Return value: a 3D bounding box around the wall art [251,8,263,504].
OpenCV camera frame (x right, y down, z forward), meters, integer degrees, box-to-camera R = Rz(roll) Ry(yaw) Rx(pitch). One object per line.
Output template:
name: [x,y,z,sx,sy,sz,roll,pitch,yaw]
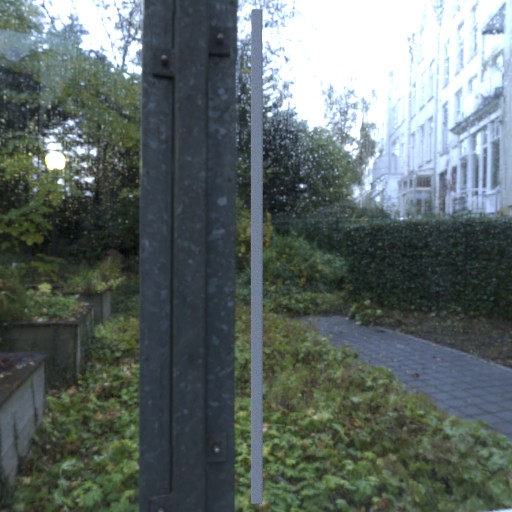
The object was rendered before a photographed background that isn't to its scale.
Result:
wall art: [0.000,0.000,0.594,0.011,0.482,0.329,0,1,0]
